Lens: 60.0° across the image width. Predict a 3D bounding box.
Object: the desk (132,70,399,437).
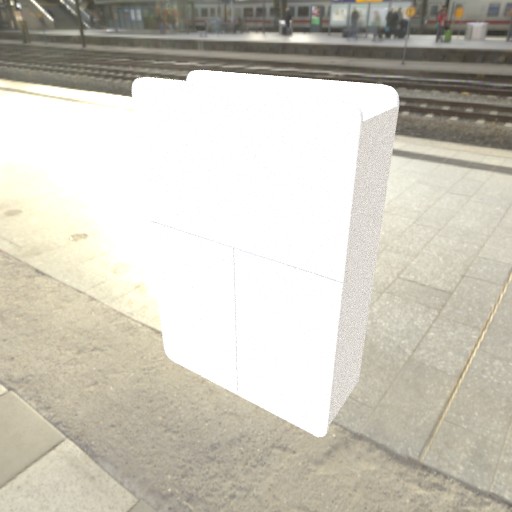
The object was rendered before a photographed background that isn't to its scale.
[{"bbox_3d":[0.000,0.000,1.609,0.795,1.190,0.278,18,33,30],"label":"desk"}]
